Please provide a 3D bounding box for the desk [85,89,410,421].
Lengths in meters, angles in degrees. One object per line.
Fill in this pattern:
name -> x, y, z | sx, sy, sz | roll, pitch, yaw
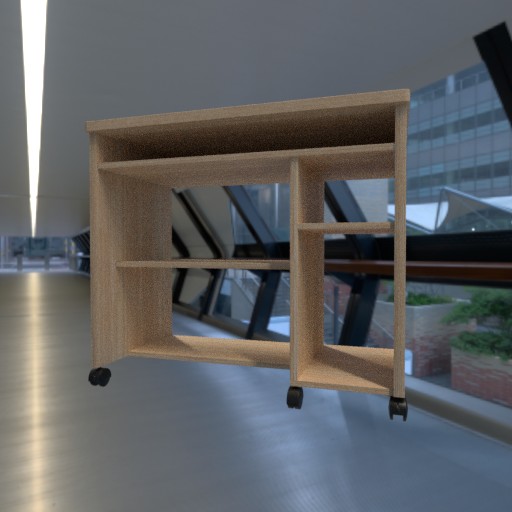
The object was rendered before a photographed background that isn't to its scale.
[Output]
desk -> 0.000, 0.000, 1.369 | 0.884, 0.770, 0.480 | 0, 1, 18
